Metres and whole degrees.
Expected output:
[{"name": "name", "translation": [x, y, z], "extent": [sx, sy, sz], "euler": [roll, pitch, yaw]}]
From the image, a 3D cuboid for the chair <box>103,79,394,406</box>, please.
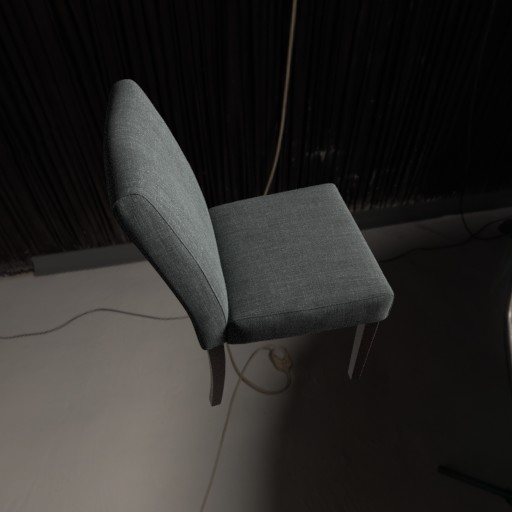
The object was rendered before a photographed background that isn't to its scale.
[{"name": "chair", "translation": [0.000, 0.000, 1.242], "extent": [0.629, 0.884, 0.487], "euler": [-9, 48, -8]}]
